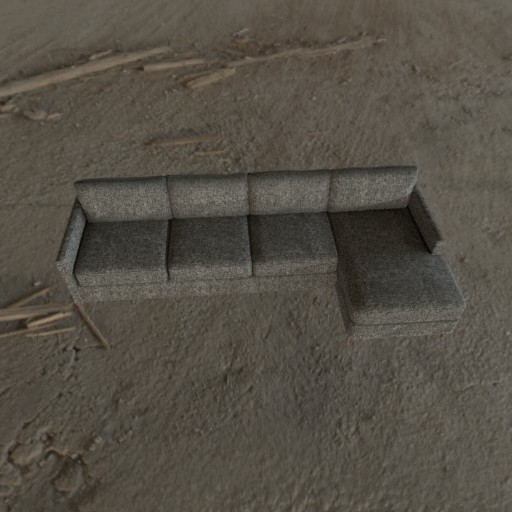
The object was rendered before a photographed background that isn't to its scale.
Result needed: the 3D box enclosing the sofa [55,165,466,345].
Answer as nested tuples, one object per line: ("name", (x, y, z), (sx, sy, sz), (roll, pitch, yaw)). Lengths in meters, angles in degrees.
("sofa", (0.000, 0.000, 4.059), (3.384, 0.970, 1.488), (-3, 47, -3))
